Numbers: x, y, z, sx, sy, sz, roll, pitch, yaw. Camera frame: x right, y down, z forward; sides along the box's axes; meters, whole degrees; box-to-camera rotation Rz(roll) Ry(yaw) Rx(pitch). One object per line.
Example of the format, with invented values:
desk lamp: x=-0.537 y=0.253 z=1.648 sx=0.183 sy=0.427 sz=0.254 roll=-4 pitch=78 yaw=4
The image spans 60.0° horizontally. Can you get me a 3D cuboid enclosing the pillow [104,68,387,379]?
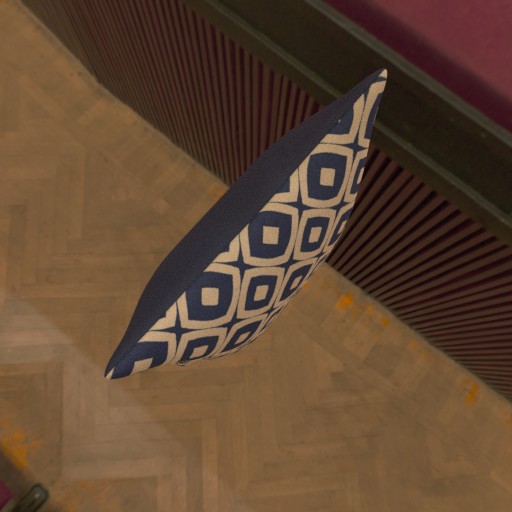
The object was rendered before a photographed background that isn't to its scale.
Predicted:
pillow: x=0.000 y=0.000 z=0.762 sx=0.188 sy=0.494 sz=0.504 roll=40 pitch=81 yaw=8
